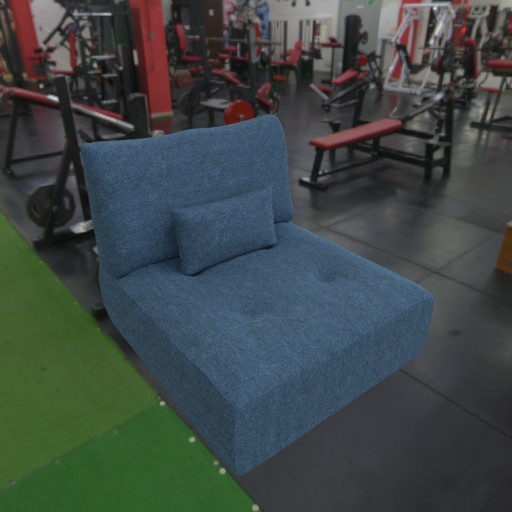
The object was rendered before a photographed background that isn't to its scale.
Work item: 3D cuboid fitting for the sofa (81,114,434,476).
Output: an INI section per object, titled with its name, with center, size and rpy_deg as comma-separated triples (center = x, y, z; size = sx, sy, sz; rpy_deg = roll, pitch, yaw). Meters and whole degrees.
[sofa]
center = 0.000, 0.000, 1.693
size = 0.930, 0.820, 1.000
rpy_deg = -20, 34, -32
